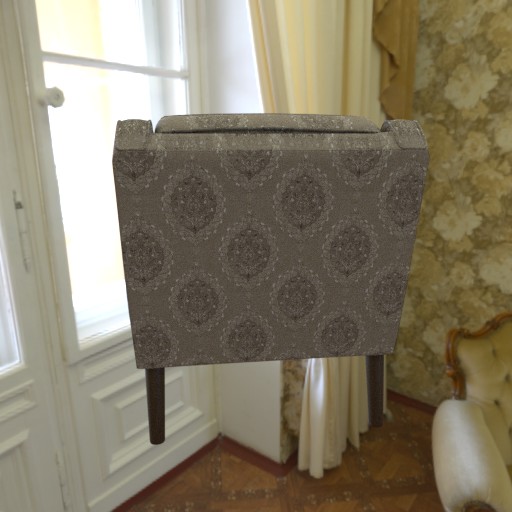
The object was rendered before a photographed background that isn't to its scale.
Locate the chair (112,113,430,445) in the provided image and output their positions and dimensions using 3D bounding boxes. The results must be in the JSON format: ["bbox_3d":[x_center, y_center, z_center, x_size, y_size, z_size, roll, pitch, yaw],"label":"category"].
[{"bbox_3d":[0.000,0.000,1.328,0.665,0.797,0.750,-2,16,-6],"label":"chair"}]
